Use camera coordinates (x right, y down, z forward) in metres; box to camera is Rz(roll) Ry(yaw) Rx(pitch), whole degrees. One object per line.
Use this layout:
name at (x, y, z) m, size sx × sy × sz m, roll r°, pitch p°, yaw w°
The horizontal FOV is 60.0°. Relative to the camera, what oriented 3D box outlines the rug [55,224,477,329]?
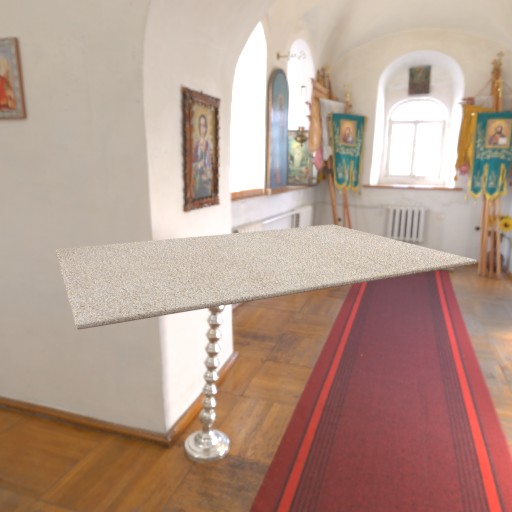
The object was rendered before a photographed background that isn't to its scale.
rug at (0.000, 0.000, 3.408) m, size 2.743 × 0.030 × 1.778 m, roll -7°, pitch 15°, yaw -26°
